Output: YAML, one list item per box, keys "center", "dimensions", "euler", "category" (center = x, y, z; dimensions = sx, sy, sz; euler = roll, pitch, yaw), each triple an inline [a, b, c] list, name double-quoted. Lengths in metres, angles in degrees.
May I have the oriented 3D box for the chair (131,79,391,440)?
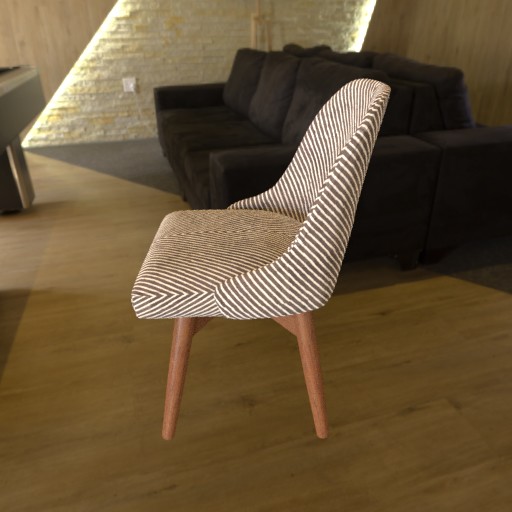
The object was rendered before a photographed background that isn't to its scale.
- center: [0.000, 0.000, 1.206]
  dimensions: [0.591, 0.883, 0.504]
  euler: [0, 27, -1]
  category: "chair"
